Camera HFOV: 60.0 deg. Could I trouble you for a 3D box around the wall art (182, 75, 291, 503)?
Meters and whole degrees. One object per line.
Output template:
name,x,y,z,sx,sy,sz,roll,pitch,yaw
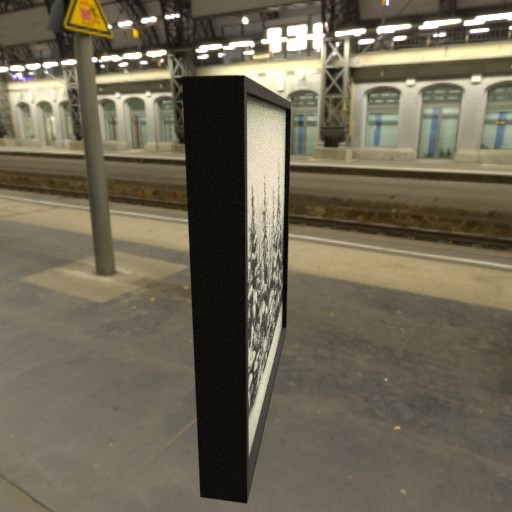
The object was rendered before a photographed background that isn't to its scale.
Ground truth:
wall art,0.000,0.000,0.444,0.037,0.305,0.305,3,16,9
